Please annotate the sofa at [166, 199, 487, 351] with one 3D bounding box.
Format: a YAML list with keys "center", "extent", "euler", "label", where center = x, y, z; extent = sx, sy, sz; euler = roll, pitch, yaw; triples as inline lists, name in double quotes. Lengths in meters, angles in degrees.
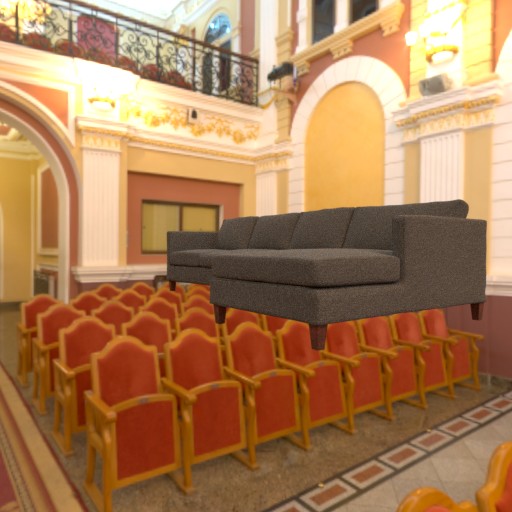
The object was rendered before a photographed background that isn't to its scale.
- center: [0.000, 0.000, 3.837]
  extent: [1.625, 0.846, 3.186]
  euler: [-1, 1, -36]
  label: "sofa"
